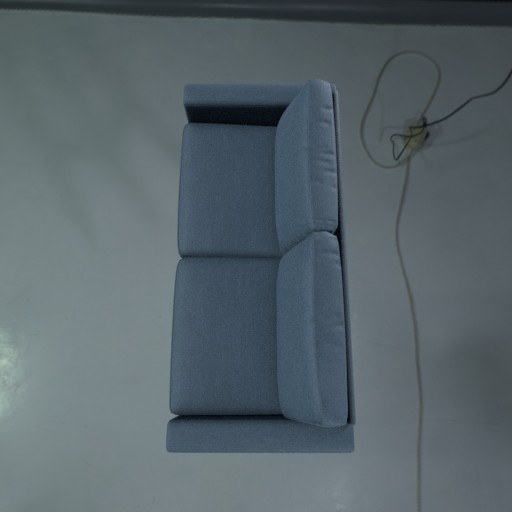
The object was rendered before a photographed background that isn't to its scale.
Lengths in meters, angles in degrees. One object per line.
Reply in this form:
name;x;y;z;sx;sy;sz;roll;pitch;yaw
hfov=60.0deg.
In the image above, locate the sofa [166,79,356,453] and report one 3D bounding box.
sofa;0.000;0.000;2.366;0.877;0.865;1.900;0;75;0
